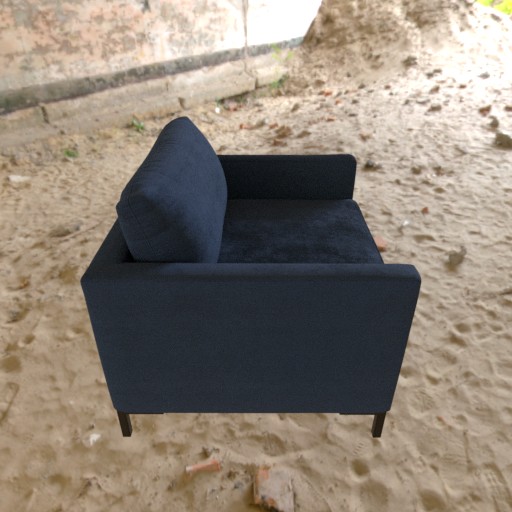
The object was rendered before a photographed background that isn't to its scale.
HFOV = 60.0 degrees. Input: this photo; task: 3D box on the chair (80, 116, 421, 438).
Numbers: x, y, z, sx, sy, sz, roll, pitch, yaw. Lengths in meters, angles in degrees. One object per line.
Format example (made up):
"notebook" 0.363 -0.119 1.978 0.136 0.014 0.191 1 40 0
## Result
"chair" 0.000 0.000 1.590 0.875 0.812 0.964 0 32 0
